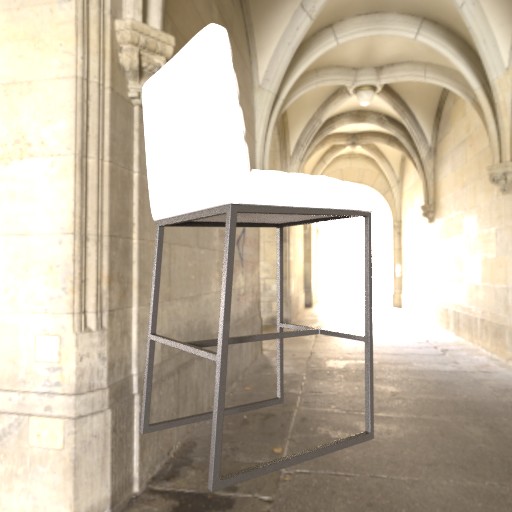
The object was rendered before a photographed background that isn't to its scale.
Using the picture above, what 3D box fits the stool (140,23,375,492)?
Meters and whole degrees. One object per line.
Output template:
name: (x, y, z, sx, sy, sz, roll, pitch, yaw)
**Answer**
stool: (0.000, 0.000, 1.328, 0.573, 1.061, 0.464, 1, -2, -35)
